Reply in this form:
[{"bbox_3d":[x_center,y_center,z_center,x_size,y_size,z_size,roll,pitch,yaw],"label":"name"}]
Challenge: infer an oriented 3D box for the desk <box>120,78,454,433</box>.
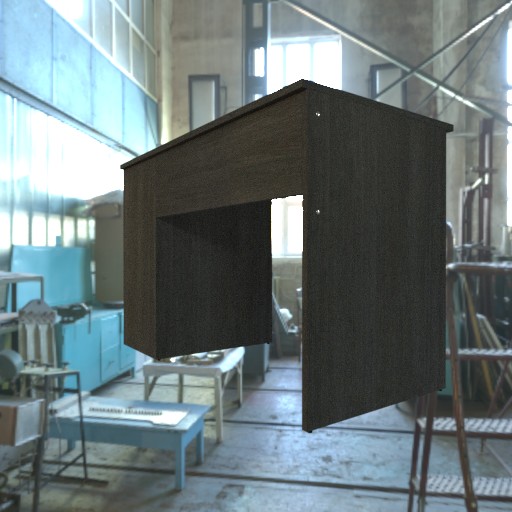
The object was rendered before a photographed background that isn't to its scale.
[{"bbox_3d":[0.000,0.000,1.507,0.560,0.730,1.096,0,0,-36],"label":"desk"}]
